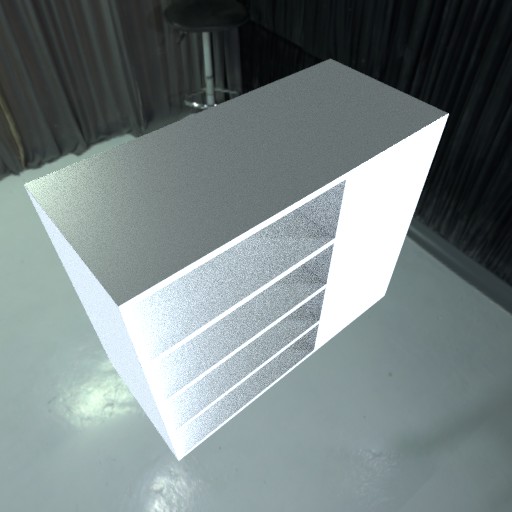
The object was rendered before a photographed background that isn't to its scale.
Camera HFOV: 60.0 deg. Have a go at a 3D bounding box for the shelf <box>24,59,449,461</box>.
[{"bbox_3d":[0.000,0.000,1.259,0.895,0.732,0.396,-32,55,-26],"label":"shelf"}]
